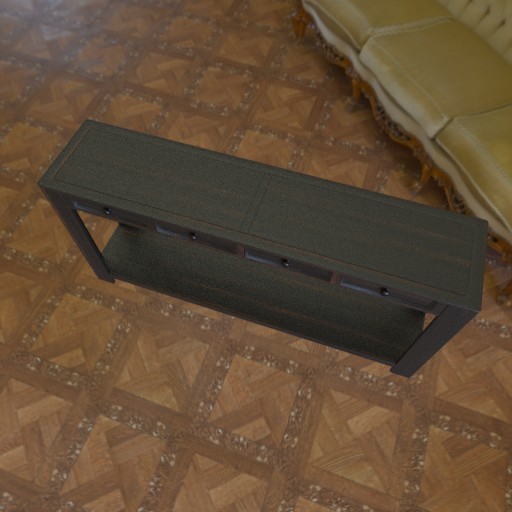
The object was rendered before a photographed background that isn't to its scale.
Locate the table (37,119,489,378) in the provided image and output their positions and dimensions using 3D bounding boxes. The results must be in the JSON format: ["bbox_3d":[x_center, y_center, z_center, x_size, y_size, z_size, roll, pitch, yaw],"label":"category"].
[{"bbox_3d":[0.000,0.000,1.954,1.631,0.762,0.384,16,60,10],"label":"table"}]
